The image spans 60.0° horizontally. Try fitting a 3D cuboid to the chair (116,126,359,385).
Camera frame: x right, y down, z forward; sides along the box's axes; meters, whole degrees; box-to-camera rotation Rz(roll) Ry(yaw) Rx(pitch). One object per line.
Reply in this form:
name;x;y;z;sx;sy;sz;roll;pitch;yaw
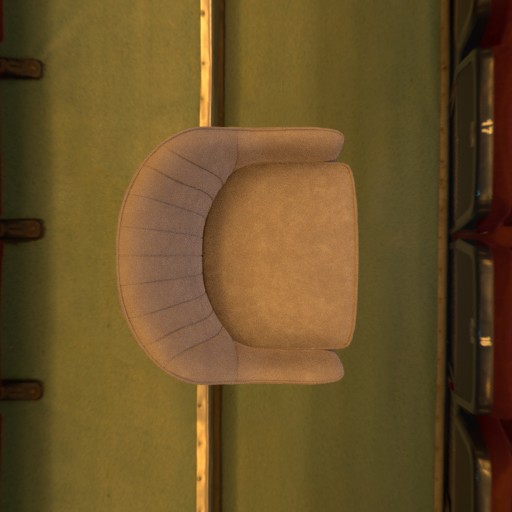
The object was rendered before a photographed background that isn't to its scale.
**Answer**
chair;0.000;0.000;1.264;0.573;0.831;0.635;0;90;-1
